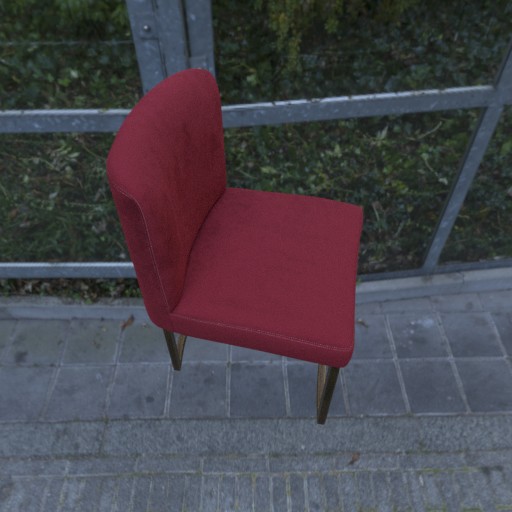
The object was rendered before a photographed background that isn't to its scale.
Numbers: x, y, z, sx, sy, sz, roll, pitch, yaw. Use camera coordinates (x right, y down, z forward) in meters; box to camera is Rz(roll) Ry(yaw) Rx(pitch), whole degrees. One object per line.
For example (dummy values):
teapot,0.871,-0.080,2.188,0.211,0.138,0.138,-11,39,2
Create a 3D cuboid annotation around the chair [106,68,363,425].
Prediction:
chair,0.000,0.000,1.205,0.560,0.824,0.530,9,47,8
